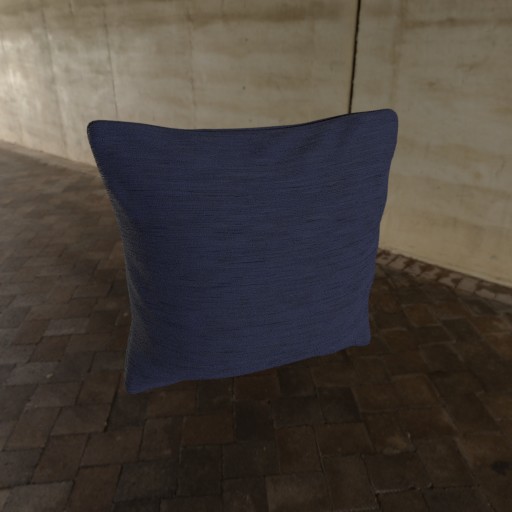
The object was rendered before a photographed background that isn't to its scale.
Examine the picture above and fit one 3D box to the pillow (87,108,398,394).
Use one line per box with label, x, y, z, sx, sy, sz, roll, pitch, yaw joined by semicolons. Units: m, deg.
pillow;0.000;0.000;0.671;0.432;0.414;0.246;-8;26;-16
